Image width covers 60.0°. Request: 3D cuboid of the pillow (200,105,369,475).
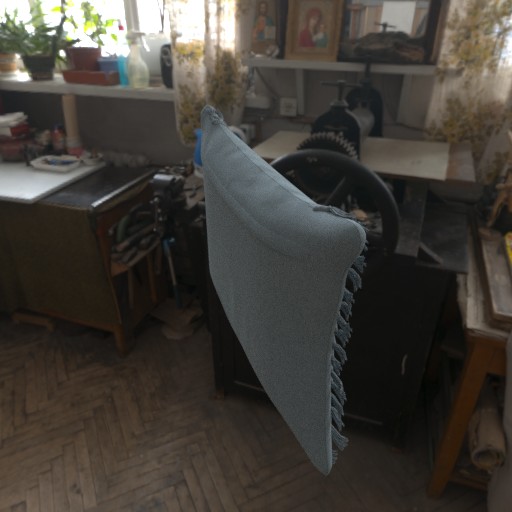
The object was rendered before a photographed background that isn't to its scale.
[{"bbox_3d":[0.000,0.000,0.590,0.084,0.305,0.466,-10,32,-17],"label":"pillow"}]
